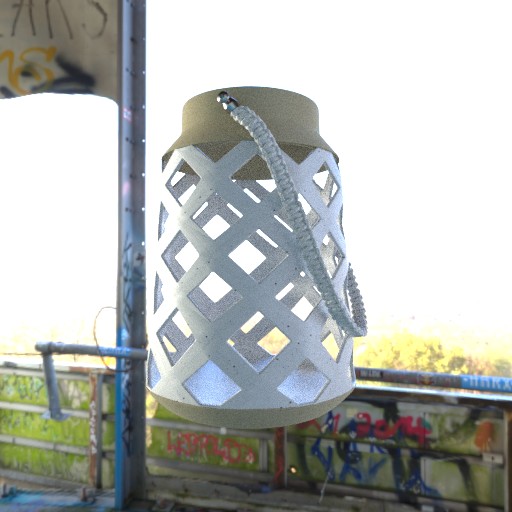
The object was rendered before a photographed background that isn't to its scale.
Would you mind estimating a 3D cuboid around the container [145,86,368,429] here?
[{"bbox_3d":[0.000,0.000,0.404,0.198,0.264,0.188,0,-1,18],"label":"container"}]
